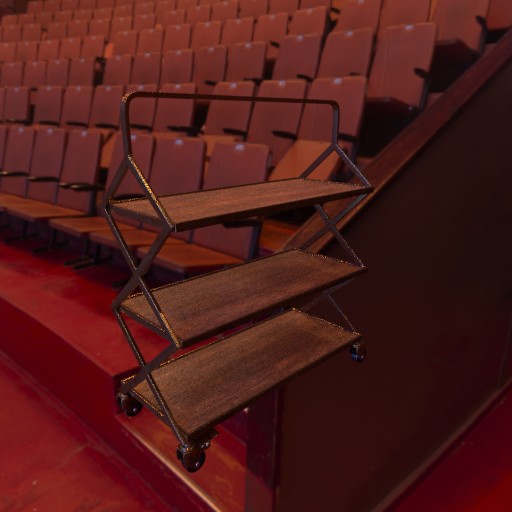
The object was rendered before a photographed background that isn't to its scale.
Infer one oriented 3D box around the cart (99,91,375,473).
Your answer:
[{"bbox_3d":[0.000,0.000,1.190,0.723,0.805,0.313,-16,23,-42],"label":"cart"}]
